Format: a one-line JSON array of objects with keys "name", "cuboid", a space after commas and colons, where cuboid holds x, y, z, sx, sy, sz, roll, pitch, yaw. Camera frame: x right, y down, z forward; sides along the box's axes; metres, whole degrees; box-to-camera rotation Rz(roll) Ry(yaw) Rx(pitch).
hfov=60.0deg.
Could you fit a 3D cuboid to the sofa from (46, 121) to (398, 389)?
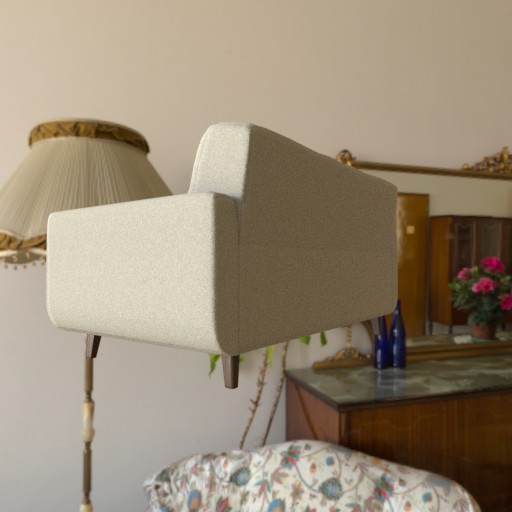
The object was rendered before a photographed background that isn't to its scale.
[{"name": "sofa", "cuboid": [0.000, 0.000, 2.218, 0.980, 0.892, 1.655, -1, -1, 36]}]
